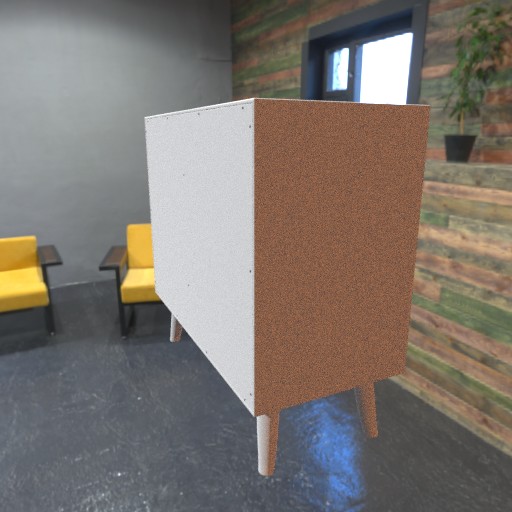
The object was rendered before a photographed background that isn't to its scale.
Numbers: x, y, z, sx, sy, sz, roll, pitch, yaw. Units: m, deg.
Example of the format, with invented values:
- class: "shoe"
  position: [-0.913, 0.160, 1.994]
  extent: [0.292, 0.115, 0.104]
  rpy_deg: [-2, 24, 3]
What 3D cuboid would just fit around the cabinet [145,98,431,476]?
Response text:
- class: "cabinet"
  position: [0.000, 0.000, 1.237]
  extent: [0.398, 0.761, 0.800]
  rpy_deg: [-7, 17, -25]
